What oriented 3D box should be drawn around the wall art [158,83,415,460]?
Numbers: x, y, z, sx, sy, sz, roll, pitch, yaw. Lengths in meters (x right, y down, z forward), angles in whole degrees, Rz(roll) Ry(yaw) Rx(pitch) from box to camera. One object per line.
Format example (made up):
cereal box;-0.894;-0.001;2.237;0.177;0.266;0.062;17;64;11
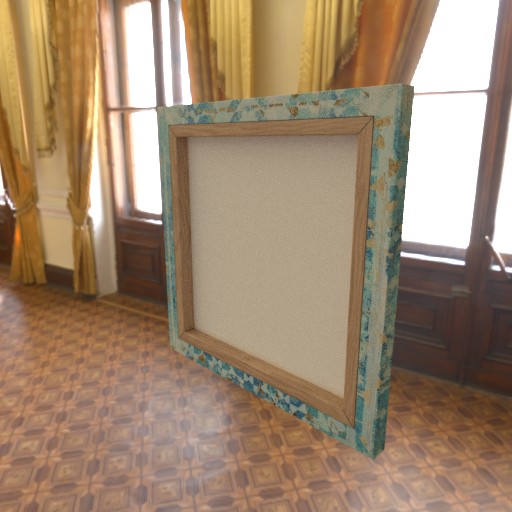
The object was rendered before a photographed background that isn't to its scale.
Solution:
wall art;0.000;0.000;0.908;0.040;0.609;0.609;-14;20;-43
